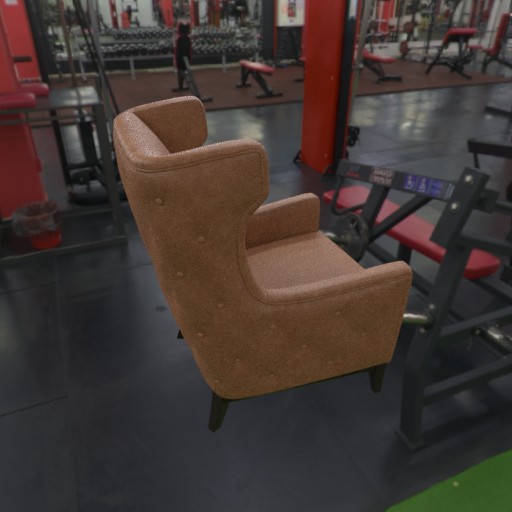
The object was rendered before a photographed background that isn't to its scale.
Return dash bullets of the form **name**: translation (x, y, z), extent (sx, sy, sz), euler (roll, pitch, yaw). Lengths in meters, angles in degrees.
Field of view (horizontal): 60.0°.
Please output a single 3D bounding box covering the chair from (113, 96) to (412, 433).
- **chair**: translation (0.000, 0.000, 1.695), extent (0.899, 1.079, 0.766), euler (-11, 32, -18)
